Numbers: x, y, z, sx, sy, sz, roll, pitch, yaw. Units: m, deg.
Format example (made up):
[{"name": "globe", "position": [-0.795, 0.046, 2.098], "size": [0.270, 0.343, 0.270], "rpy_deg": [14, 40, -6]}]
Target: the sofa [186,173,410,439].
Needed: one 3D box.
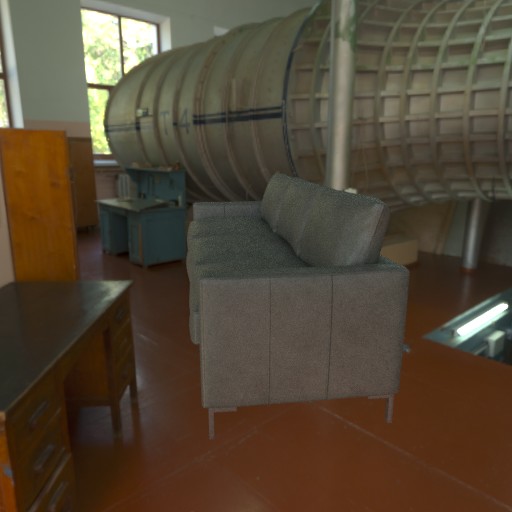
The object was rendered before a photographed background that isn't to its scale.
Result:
[{"name": "sofa", "position": [0.000, 0.000, 2.404], "size": [0.748, 0.805, 2.029], "rpy_deg": [-2, 14, -8]}]
